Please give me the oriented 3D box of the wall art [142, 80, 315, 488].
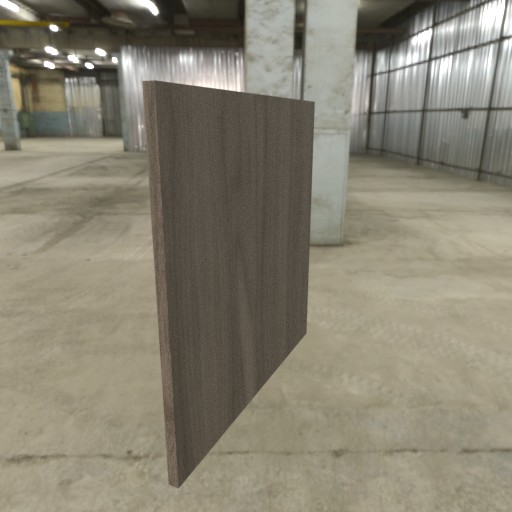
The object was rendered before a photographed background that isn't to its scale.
[{"bbox_3d":[0.000,0.000,0.739,0.016,0.507,0.508,8,18,25],"label":"wall art"}]
